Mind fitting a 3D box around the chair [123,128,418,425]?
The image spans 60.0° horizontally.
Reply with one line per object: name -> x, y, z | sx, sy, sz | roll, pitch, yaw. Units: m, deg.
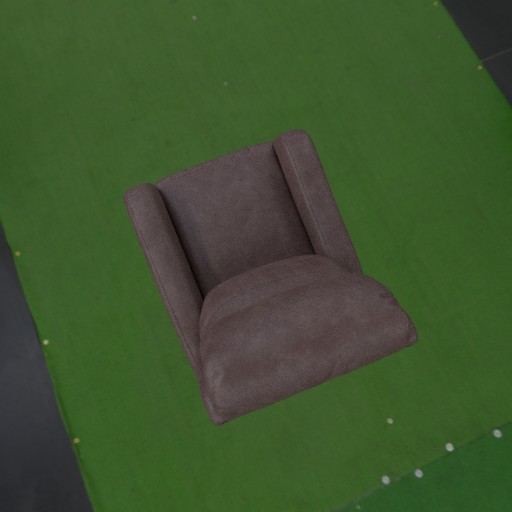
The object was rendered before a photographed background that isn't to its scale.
chair -> 0.000, 0.000, 1.830 | 0.865, 1.067, 1.067 | -21, 76, -5
